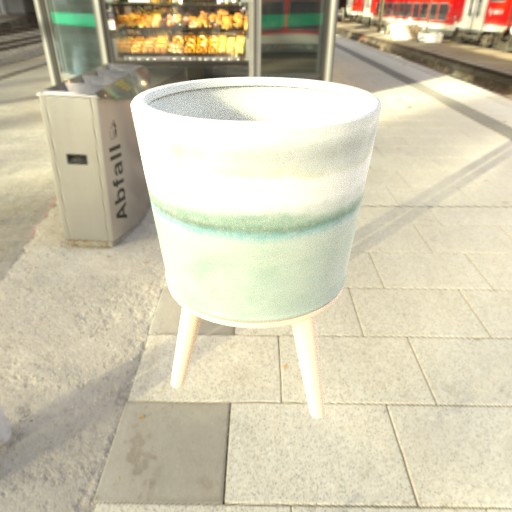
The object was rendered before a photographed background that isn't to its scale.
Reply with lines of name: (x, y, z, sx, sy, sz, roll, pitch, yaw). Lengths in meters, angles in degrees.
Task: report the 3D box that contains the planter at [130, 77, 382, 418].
planter: (0.000, 0.000, 0.580, 0.265, 0.404, 0.265, -1, 30, -1)
